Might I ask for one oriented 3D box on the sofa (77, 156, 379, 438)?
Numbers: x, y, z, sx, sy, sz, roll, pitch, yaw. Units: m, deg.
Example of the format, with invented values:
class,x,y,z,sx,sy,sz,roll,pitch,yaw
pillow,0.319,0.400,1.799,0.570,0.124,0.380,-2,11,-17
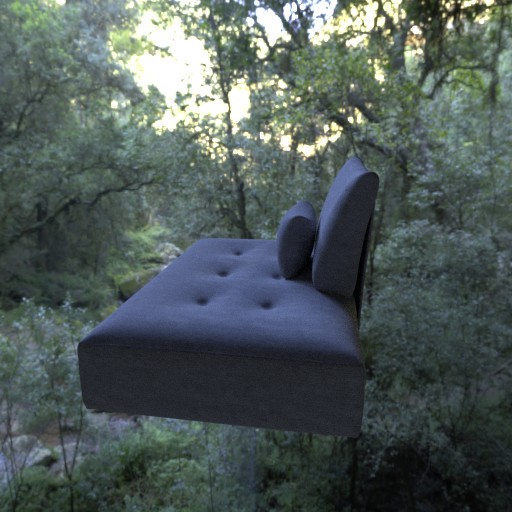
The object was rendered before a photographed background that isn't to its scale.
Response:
class,x,y,z,sx,sy,sz,roll,pitch,yaw
sofa,0.000,0.000,2.025,1.002,0.820,1.450,3,16,9
